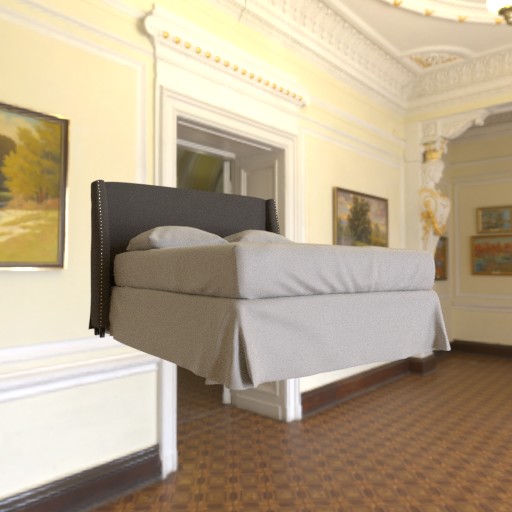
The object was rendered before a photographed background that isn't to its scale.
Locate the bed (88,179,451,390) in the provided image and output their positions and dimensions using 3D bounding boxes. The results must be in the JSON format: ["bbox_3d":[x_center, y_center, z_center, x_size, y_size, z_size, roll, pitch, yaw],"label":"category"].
[{"bbox_3d":[0.000,0.000,3.422,1.925,1.332,2.276,1,-2,-35],"label":"bed"}]
